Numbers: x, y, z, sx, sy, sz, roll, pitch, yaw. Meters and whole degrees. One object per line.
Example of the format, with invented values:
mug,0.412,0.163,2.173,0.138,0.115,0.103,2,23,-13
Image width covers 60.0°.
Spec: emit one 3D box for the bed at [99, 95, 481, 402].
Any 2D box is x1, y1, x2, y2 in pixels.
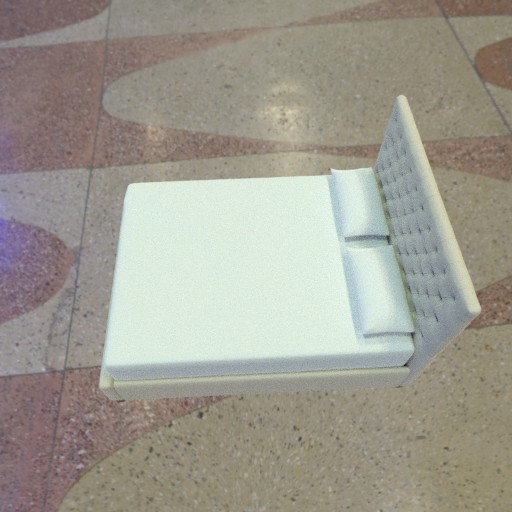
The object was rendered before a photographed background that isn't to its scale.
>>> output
bed,0.000,0.000,3.235,2.233,1.426,1.696,-3,58,-2
